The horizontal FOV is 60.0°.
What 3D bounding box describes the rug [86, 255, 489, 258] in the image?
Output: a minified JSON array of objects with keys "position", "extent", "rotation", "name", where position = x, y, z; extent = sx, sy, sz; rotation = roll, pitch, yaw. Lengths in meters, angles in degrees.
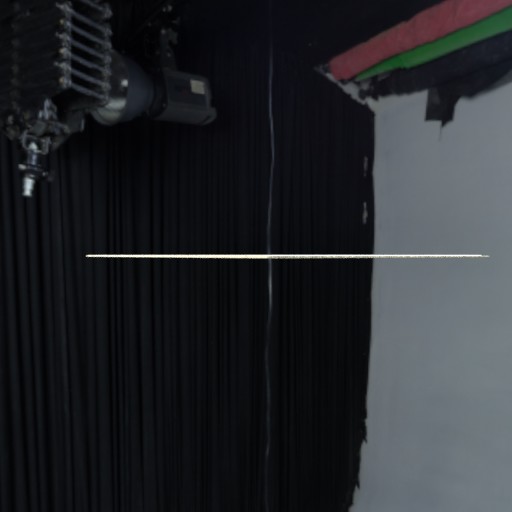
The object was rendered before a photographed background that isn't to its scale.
[{"position":[0.000,0.000,2.861],"extent":[1.514,0.011,2.233],"rotation":[0,0,-37],"name":"rug"}]
